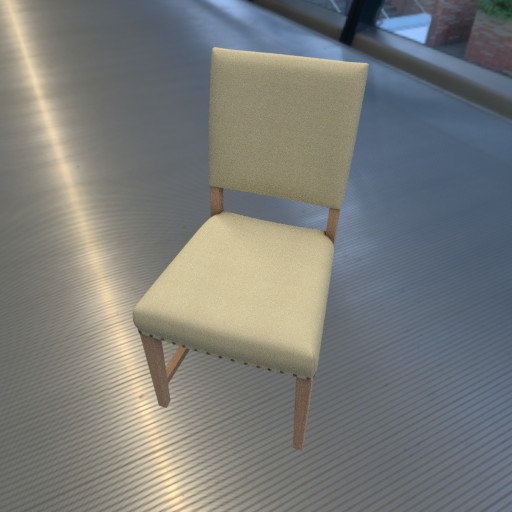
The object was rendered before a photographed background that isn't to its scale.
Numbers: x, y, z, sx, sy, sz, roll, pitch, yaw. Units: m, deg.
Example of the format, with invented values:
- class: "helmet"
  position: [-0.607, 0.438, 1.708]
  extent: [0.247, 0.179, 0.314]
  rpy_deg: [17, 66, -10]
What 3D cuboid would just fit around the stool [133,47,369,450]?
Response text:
- class: "stool"
  position: [0.000, 0.000, 1.326]
  extent: [0.508, 0.986, 0.623]
  rpy_deg: [12, 43, 13]
